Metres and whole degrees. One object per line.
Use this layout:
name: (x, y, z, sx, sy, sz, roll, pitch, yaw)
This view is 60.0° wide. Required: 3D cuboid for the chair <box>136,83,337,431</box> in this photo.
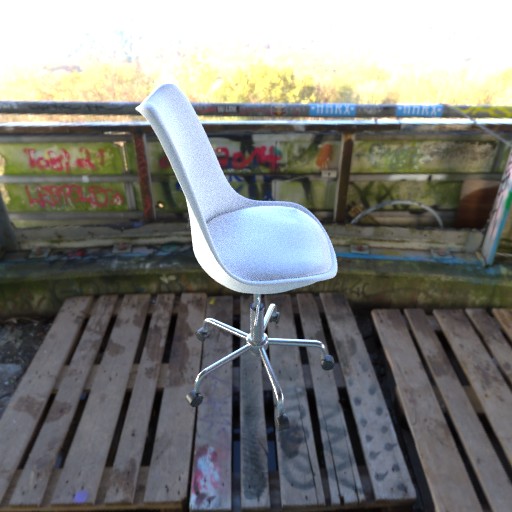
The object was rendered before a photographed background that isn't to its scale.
chair: (0.000, 0.000, 1.323, 0.550, 0.930, 0.550, 0, 32, 0)
